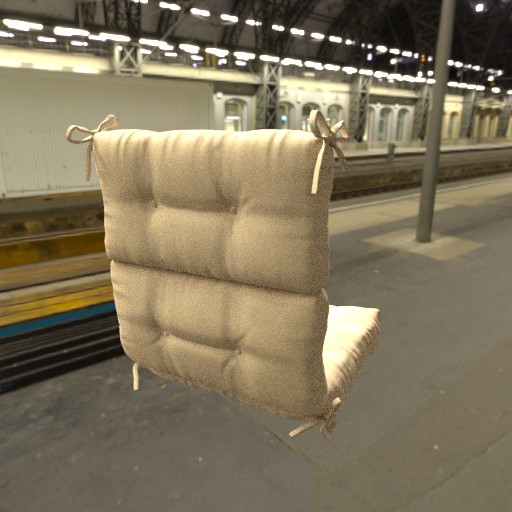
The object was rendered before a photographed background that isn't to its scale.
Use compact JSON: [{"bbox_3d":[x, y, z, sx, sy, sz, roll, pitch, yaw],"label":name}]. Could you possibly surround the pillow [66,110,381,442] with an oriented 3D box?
[{"bbox_3d":[0.000,0.000,1.003,0.519,0.605,0.571,8,18,26],"label":"pillow"}]
